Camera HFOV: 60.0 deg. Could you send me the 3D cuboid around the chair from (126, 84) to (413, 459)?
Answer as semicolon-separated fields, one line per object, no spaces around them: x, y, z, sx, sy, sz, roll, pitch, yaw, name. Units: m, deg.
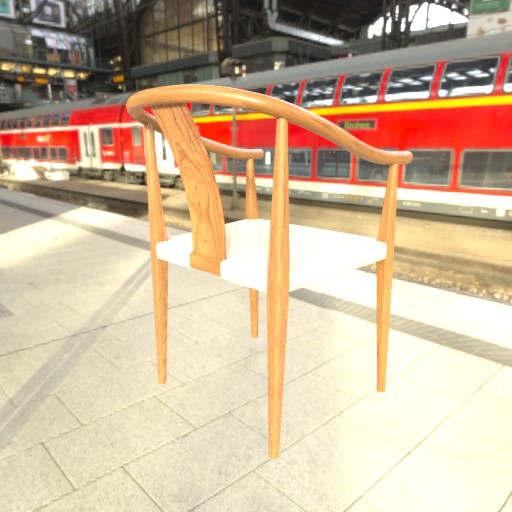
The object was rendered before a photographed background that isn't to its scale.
0.000;0.000;1.179;0.556;0.800;0.579;14;20;43;chair
